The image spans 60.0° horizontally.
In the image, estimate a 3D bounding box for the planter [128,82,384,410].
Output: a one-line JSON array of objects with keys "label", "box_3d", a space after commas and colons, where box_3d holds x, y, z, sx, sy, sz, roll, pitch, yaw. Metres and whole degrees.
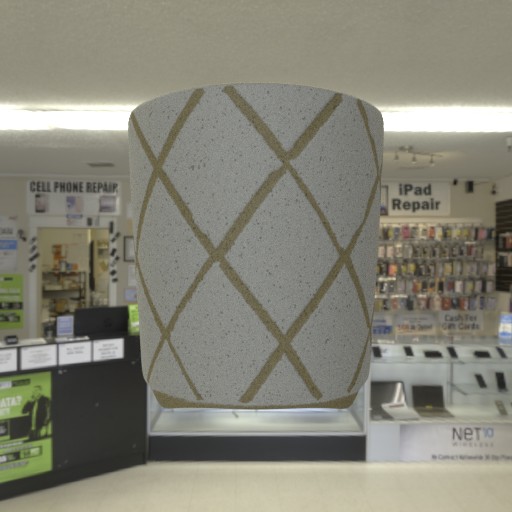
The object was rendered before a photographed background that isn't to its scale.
[{"label": "planter", "box_3d": [0.000, 0.000, 0.410, 0.228, 0.235, 0.228, 0, 0, 0]}]
